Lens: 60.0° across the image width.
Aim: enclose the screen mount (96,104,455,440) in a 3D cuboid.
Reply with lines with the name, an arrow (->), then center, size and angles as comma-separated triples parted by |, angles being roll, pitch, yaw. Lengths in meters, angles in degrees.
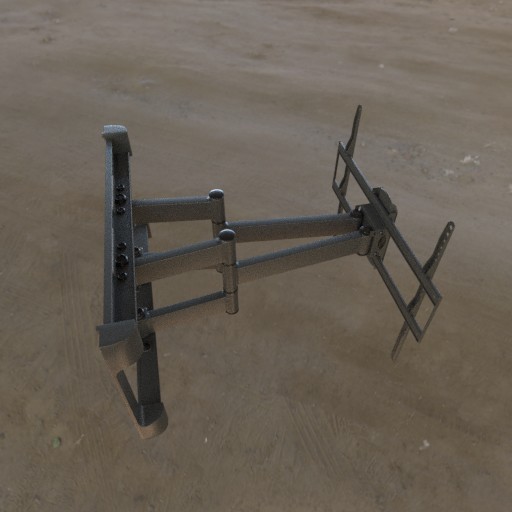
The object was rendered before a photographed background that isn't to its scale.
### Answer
screen mount -> 0.000, 0.000, 0.938 | 0.556, 0.424, 0.571 | -9, 47, -9
